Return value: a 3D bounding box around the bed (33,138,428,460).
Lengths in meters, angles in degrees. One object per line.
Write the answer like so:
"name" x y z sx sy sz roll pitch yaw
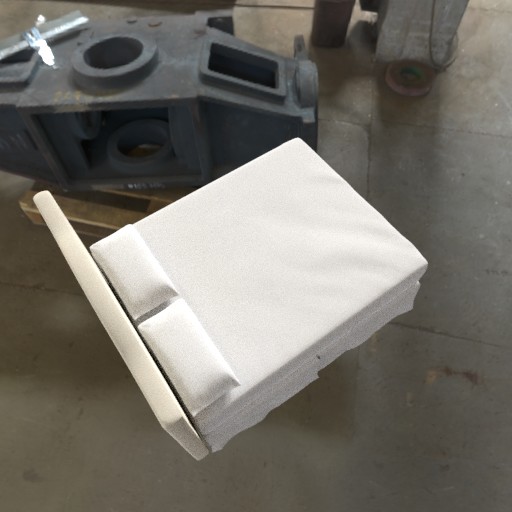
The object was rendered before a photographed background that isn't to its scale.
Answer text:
"bed" 0.000 0.000 3.247 2.196 1.449 1.741 -31 65 -17
